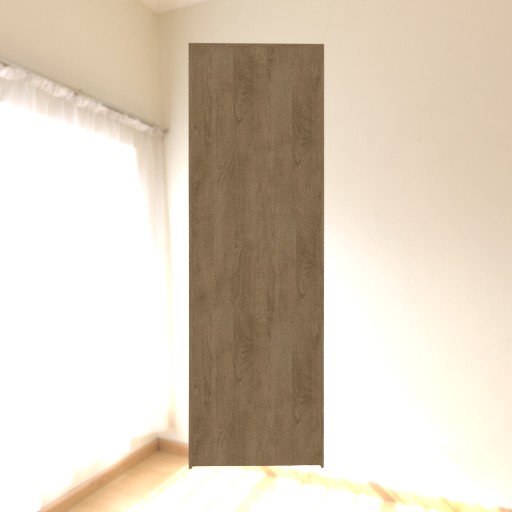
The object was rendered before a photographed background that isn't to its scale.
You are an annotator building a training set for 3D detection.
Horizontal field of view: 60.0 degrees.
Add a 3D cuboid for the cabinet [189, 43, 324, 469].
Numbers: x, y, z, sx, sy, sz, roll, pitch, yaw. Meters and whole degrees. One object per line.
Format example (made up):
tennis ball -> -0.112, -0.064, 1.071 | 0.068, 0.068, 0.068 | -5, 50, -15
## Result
cabinet -> 0.000, 0.000, 1.823 | 0.520, 1.630, 0.250 | 0, 0, -1
